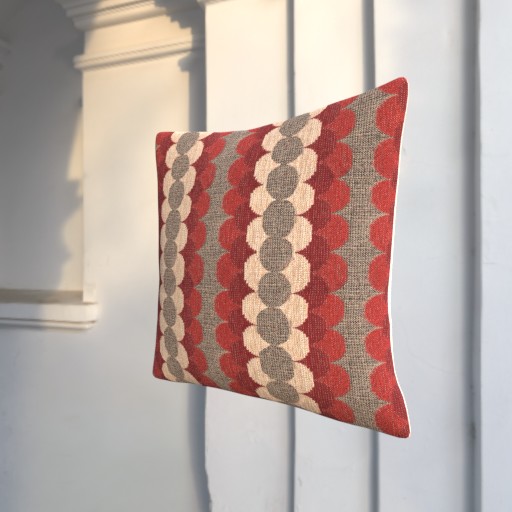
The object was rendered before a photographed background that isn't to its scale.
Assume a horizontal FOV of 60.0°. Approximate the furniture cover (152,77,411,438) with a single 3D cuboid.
[{"bbox_3d":[0.000,0.000,0.633,0.435,0.420,0.145,0,0,36],"label":"furniture cover"}]
